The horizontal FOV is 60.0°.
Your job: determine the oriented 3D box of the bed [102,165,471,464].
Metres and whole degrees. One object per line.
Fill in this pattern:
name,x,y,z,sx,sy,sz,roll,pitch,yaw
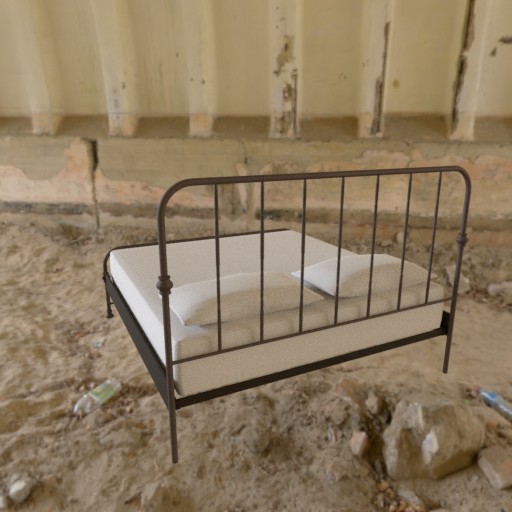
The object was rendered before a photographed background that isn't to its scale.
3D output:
bed,0.000,0.000,3.409,2.044,1.446,2.134,-8,18,-26
